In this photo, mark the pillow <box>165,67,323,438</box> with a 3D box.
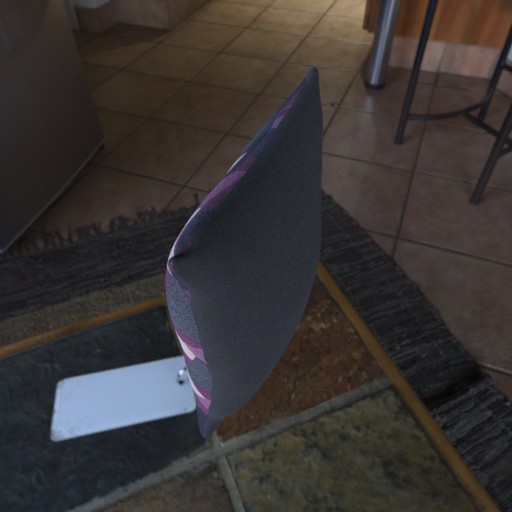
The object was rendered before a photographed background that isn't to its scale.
[{"bbox_3d":[0.000,0.000,0.796,0.208,0.496,0.503,18,50,16],"label":"pillow"}]
